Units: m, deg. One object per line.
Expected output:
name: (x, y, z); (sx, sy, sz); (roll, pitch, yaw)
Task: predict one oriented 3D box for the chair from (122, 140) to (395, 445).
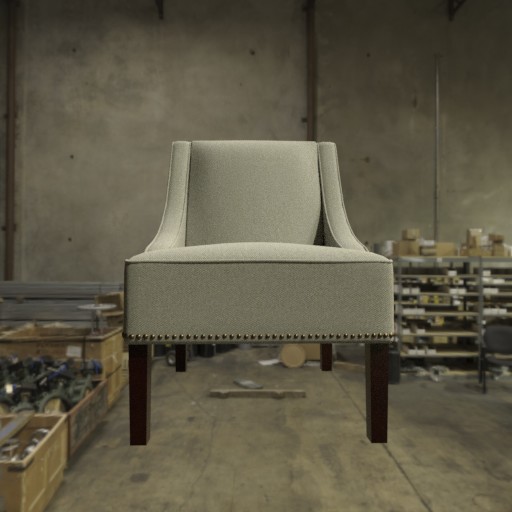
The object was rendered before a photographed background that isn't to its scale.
chair: (0.000, 0.000, 1.350); (0.628, 0.872, 0.748); (0, 0, -1)
